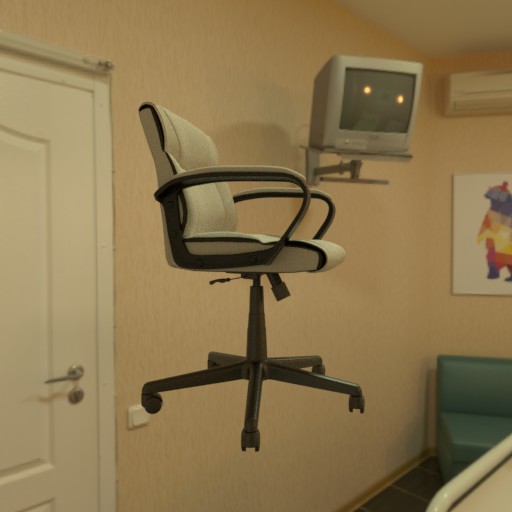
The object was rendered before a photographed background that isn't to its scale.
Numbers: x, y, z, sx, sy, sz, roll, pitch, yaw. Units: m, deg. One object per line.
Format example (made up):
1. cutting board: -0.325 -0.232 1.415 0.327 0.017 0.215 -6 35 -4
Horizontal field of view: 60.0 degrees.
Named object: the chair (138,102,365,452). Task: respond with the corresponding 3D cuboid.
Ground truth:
1. chair: 0.000 0.000 1.494 0.717 1.004 0.739 1 2 18
